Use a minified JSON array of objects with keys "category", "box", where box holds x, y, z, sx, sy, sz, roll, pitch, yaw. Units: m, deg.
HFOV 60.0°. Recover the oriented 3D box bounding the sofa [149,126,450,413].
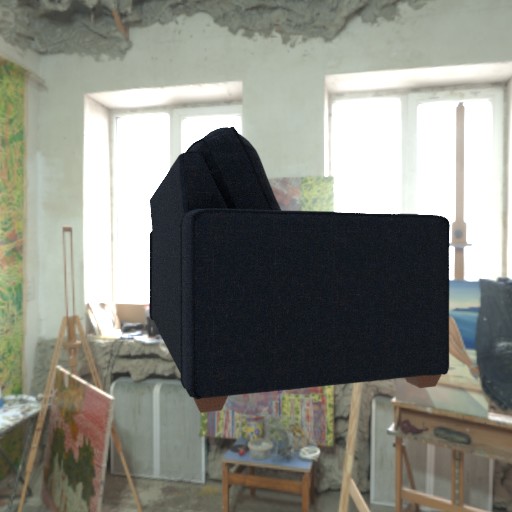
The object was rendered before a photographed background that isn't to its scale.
[{"category":"sofa","box":[0.000,0.000,2.222,0.947,0.918,1.709,0,1,-17]}]
